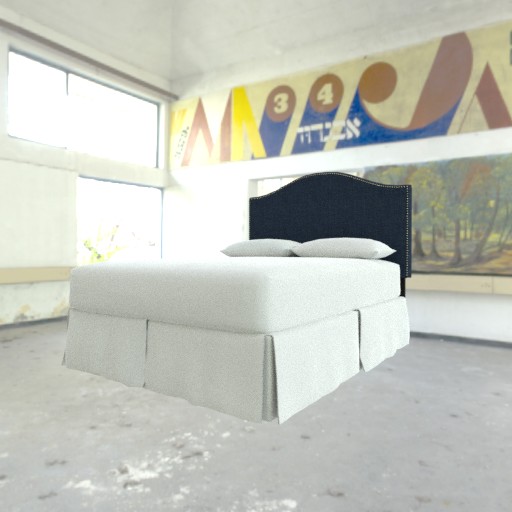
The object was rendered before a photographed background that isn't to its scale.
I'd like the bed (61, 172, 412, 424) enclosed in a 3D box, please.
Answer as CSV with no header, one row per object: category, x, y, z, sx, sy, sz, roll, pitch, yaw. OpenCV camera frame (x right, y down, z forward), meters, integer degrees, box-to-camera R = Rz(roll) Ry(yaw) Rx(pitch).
bed,0.000,0.000,3.287,1.725,1.518,2.153,1,1,35
